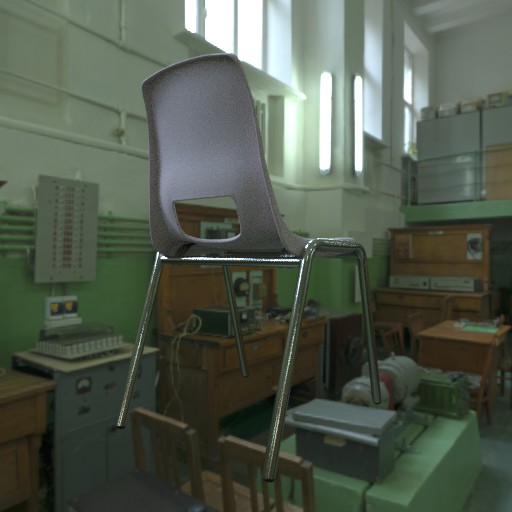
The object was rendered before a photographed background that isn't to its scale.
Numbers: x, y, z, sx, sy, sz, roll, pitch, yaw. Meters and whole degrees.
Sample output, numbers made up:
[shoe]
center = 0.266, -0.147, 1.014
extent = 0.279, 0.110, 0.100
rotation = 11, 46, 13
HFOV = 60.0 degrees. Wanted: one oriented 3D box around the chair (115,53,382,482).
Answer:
[chair]
center = 0.000, 0.000, 0.909
extent = 0.381, 0.653, 0.436
rotation = 0, 1, 35
